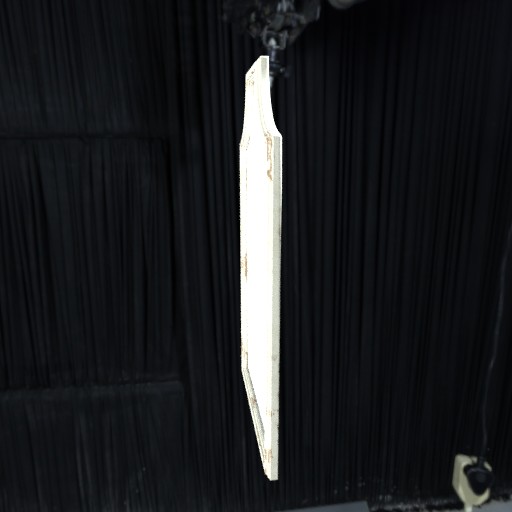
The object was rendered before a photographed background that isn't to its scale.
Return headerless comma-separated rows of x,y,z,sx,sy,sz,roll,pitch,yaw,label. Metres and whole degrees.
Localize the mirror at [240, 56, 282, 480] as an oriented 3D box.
0.000,0.000,0.890,0.022,0.717,0.403,-2,13,-8,mirror
